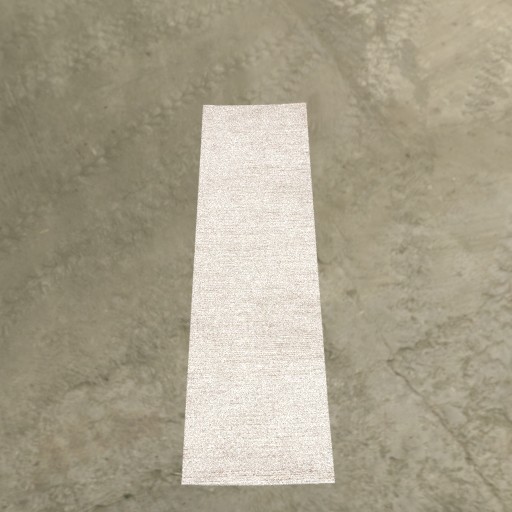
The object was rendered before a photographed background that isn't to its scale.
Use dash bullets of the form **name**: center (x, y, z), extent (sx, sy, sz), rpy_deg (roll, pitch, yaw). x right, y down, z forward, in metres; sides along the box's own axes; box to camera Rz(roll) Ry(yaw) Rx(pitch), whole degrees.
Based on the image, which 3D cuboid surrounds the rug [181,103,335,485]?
- **rug**: center (0.000, 0.000, 2.552), extent (0.712, 0.013, 2.346), rpy_deg (0, 64, 0)
